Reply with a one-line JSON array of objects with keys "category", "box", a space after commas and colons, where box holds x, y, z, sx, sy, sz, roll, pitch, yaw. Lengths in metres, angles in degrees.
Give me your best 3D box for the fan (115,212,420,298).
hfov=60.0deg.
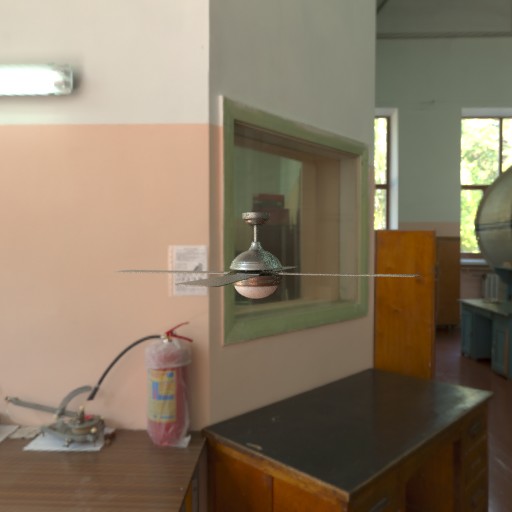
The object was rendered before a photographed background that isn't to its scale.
[{"category": "fan", "box": [0.000, 0.000, 1.992, 1.321, 0.381, 1.321, 1, 1, 36]}]
